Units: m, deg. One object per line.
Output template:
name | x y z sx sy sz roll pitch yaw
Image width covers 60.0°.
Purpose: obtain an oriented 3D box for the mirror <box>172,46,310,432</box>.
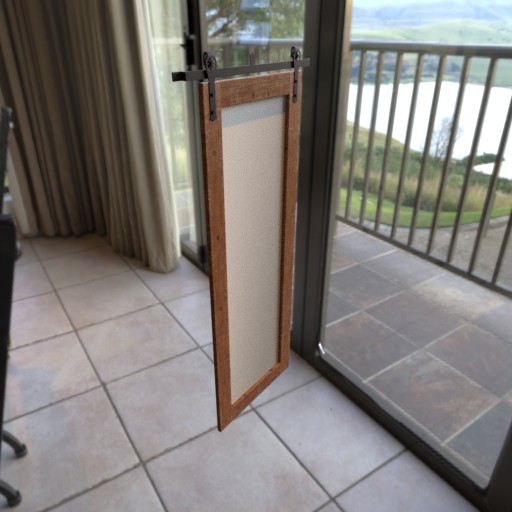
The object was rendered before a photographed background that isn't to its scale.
mirror | 0.000 0.000 2.112 0.042 1.793 0.847 20 33 33
